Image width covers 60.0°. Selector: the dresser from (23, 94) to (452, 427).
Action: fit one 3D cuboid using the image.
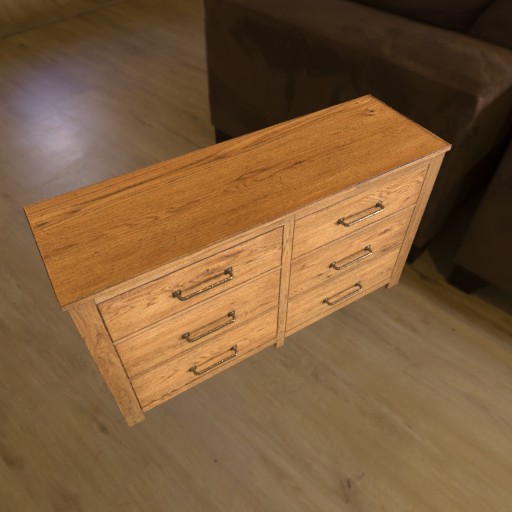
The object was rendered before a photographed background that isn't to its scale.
[{"bbox_3d":[0.000,0.000,2.087,1.657,0.932,0.563,-24,51,-21],"label":"dresser"}]
